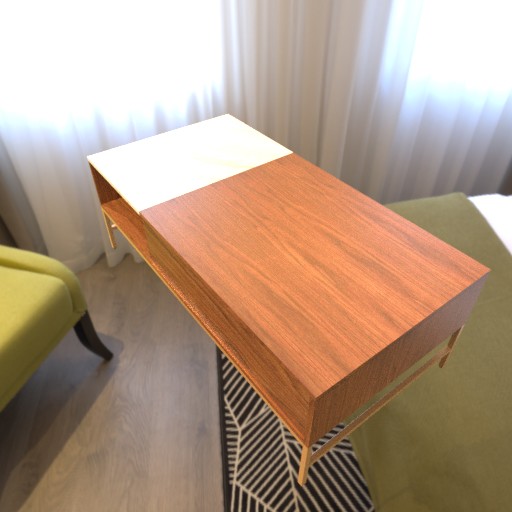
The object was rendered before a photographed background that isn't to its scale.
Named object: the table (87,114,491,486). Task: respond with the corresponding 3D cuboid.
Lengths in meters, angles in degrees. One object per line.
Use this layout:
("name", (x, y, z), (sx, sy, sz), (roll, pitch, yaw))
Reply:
("table", (0.000, 0.000, 1.944), (0.789, 0.551, 1.553), (-26, 48, -27))
